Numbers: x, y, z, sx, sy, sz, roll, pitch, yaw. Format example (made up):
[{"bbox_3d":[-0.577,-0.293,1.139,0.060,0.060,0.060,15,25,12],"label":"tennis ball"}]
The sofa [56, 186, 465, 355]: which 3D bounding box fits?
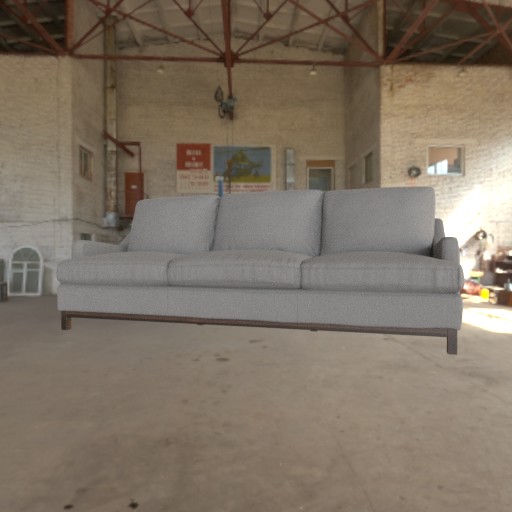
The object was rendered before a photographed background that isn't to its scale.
[{"bbox_3d":[0.000,0.000,2.865,2.344,0.926,0.987,0,0,17],"label":"sofa"}]
